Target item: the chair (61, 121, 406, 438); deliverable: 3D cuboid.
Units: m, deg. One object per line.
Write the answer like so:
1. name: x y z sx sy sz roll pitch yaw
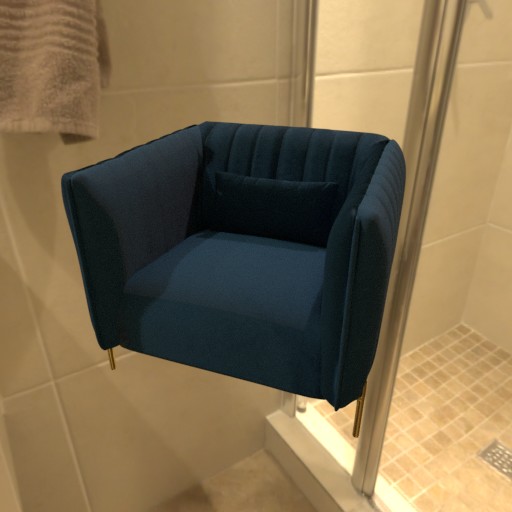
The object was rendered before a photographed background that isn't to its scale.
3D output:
1. chair: 0.000 0.000 1.615 0.947 0.793 0.877 9 29 18
